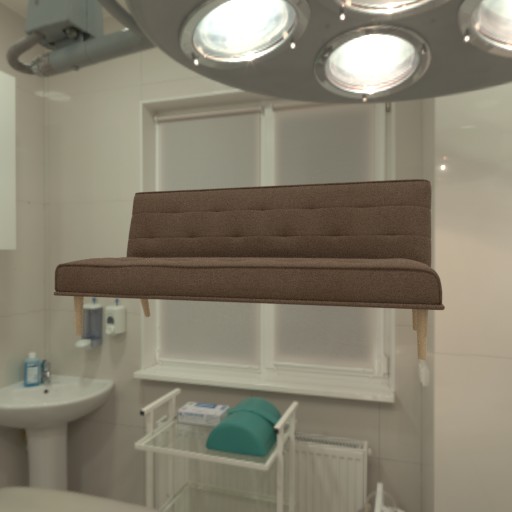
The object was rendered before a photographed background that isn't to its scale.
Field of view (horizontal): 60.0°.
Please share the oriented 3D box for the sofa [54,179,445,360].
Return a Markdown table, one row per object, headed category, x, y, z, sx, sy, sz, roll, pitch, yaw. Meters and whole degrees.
| category | x | y | z | sx | sy | sz | roll | pitch | yaw |
| --- | --- | --- | --- | --- | --- | --- | --- | --- | --- |
| sofa | 0.000 | 0.000 | 2.420 | 1.820 | 0.810 | 1.038 | 0 | 1 | 18 |
